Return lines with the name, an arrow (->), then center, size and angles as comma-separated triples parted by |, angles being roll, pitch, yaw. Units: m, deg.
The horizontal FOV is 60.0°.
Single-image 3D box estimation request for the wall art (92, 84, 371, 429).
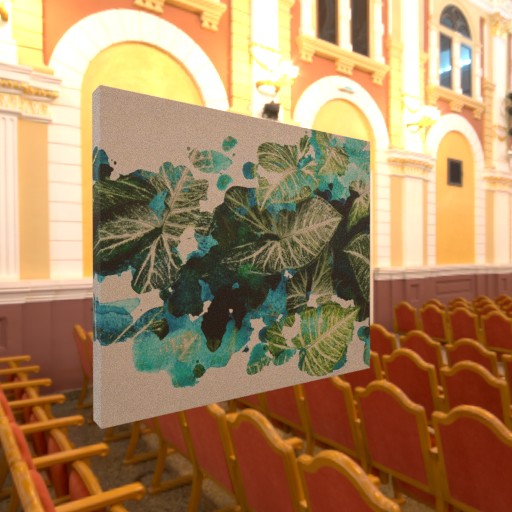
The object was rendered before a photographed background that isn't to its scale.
wall art -> 0.000, 0.000, 0.721 | 0.507, 0.435, 0.041 | -1, 1, -35
